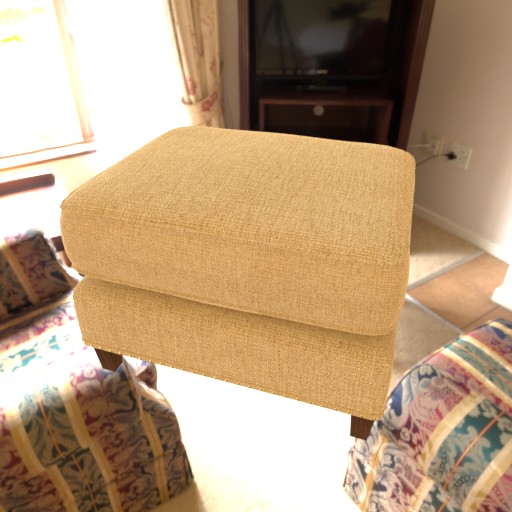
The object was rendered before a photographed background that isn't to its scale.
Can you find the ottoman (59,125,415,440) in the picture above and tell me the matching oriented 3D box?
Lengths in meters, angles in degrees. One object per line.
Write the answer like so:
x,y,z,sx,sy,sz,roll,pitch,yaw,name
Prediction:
0.000,0.000,1.141,0.738,0.537,0.589,10,35,15,ottoman
